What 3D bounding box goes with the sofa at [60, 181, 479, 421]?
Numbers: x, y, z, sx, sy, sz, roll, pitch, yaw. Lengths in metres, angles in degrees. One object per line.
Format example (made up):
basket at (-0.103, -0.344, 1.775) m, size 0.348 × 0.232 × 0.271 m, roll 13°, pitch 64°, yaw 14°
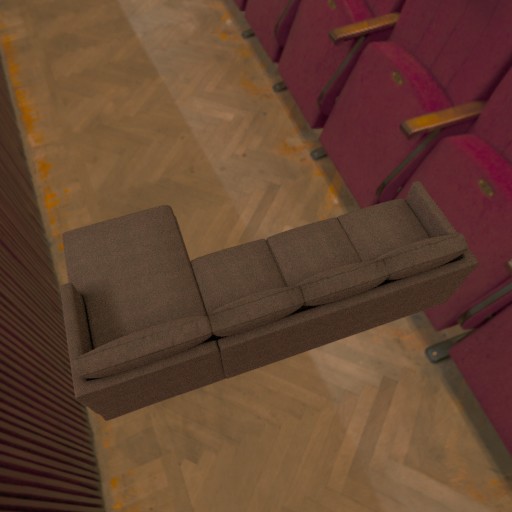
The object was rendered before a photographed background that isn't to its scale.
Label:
sofa at (0.000, 0.000, 3.871) m, size 3.205 × 0.922 × 1.650 m, roll -17°, pitch 60°, yaw -10°
